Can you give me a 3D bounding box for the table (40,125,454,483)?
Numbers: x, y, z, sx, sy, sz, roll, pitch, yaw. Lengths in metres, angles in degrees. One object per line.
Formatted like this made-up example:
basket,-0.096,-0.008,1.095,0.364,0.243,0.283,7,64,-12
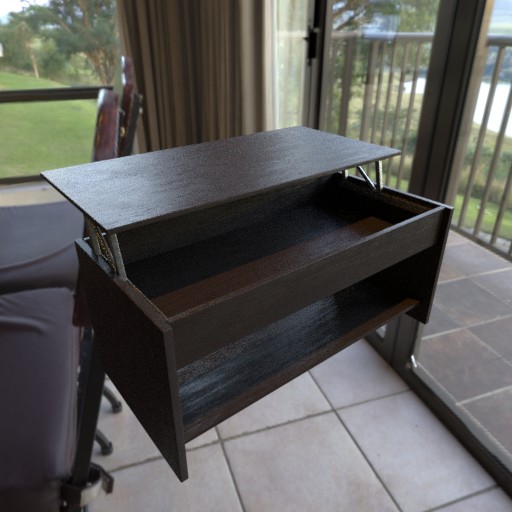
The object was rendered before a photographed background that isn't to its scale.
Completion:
table,0.000,0.000,1.414,1.000,0.570,0.712,-20,34,-33
